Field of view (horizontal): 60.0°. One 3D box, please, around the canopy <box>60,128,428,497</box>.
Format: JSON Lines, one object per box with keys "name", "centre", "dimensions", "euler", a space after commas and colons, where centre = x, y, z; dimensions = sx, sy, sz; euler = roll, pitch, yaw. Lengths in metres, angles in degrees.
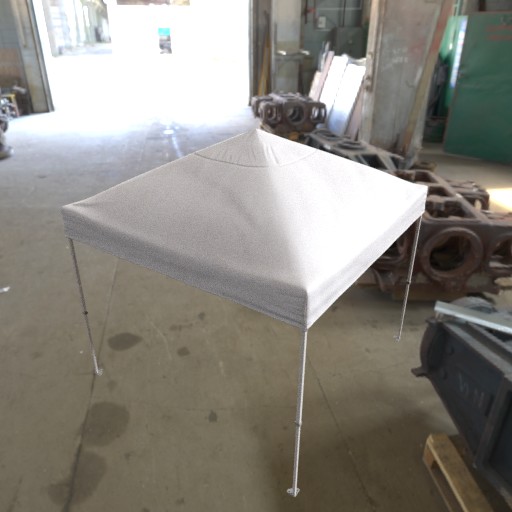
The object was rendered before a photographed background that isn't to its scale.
{"name": "canopy", "centre": [0.000, 0.000, 5.328], "dimensions": [2.998, 2.997, 2.996], "euler": [17, 32, 31]}
